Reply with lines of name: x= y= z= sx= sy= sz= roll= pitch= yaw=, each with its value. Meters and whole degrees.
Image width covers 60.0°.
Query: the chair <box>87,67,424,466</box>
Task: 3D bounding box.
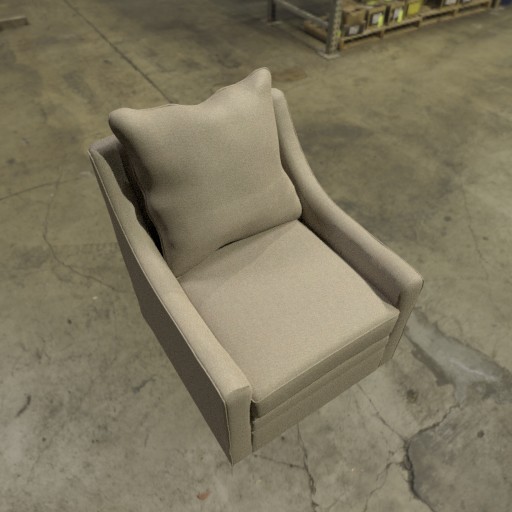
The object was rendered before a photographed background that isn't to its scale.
chair: x=0.000 y=0.000 z=1.557 sx=0.760 sy=0.942 sz=0.876 roll=-26 pitch=52 yaw=-22
